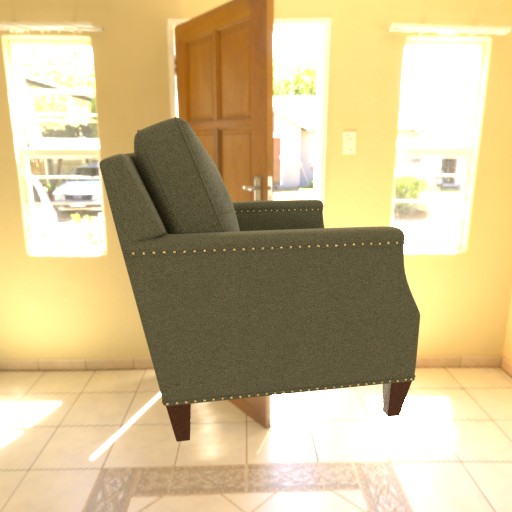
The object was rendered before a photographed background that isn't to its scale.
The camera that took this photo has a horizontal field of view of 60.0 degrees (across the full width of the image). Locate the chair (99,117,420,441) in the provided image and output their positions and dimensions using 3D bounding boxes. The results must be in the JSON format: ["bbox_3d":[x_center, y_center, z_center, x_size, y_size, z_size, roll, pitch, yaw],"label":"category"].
[{"bbox_3d":[0.000,0.000,1.790,1.031,1.031,0.885,-3,14,-10],"label":"chair"}]
